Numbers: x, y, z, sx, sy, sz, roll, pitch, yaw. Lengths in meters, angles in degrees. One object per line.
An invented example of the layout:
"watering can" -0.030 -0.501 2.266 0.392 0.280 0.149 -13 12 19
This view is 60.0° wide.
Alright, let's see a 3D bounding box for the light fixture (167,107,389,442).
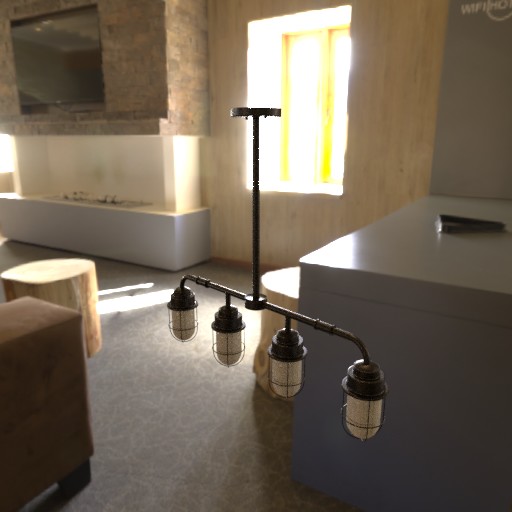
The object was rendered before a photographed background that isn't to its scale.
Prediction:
"light fixture" 0.000 0.000 1.243 0.131 0.785 0.852 -14 21 -42
